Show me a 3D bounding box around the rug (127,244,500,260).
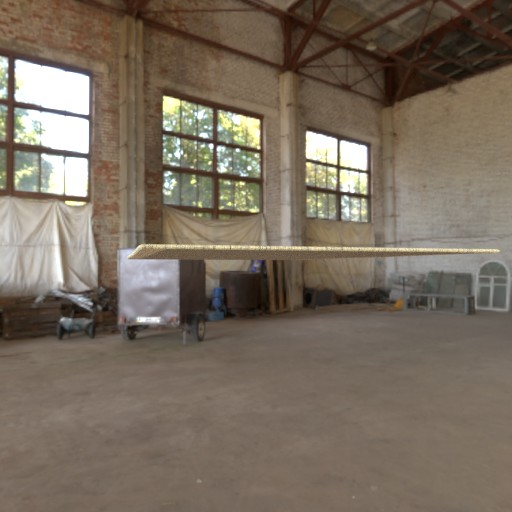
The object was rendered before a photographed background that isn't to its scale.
[{"bbox_3d":[0.000,0.000,2.260,1.243,0.014,1.846,0,-1,-17],"label":"rug"}]
